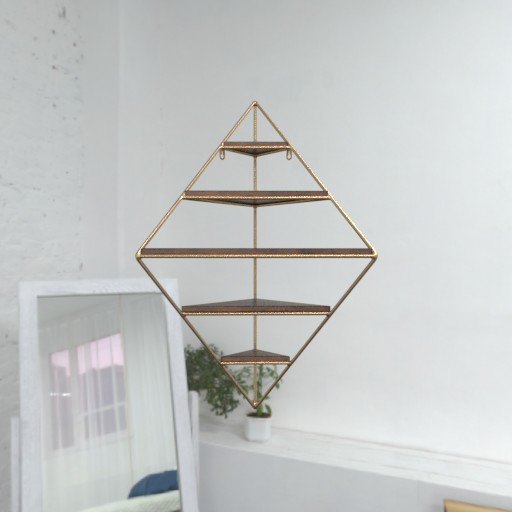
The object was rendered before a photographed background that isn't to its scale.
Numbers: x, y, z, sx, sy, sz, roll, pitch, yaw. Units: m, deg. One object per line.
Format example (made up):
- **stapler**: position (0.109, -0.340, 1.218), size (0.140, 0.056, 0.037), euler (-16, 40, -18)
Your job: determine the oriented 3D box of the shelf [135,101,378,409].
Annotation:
- **shelf**: position (0.000, 0.000, 1.172), size (0.564, 0.913, 0.294), euler (0, 0, -1)
